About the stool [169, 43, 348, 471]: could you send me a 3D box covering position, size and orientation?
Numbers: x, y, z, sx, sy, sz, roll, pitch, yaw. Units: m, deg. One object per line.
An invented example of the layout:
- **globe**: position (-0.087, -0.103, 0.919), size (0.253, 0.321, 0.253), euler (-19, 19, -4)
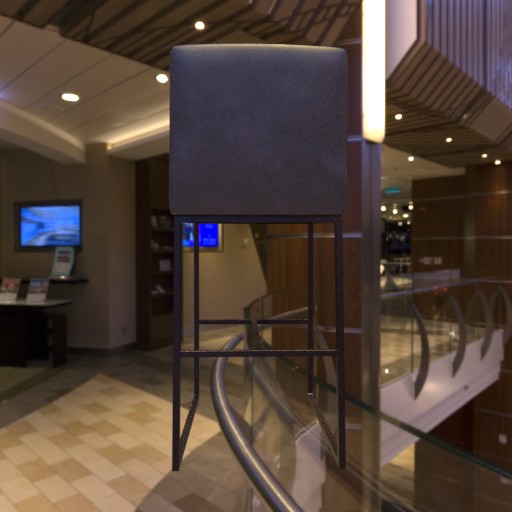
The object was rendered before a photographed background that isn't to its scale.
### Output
- **stool**: position (0.000, 0.000, 1.371), size (0.463, 1.065, 0.562), euler (0, 1, -2)
